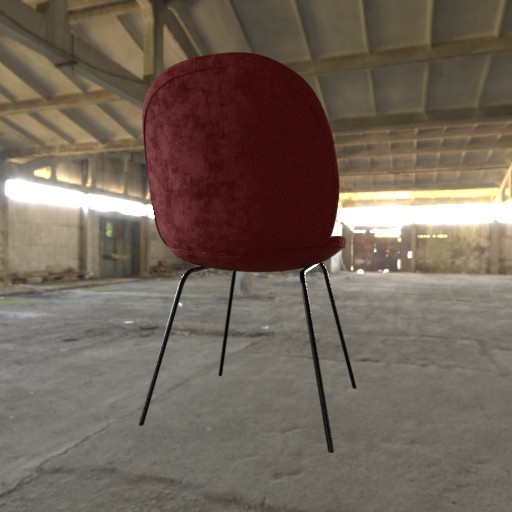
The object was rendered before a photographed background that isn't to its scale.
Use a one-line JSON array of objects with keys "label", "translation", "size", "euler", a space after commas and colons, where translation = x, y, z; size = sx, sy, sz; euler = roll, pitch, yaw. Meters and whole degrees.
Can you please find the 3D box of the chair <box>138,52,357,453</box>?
[{"label": "chair", "translation": [0.000, 0.000, 1.137], "size": [0.458, 0.791, 0.587], "euler": [0, 0, 18]}]
